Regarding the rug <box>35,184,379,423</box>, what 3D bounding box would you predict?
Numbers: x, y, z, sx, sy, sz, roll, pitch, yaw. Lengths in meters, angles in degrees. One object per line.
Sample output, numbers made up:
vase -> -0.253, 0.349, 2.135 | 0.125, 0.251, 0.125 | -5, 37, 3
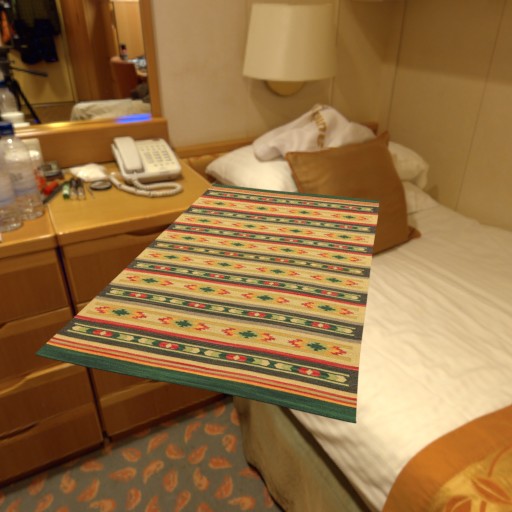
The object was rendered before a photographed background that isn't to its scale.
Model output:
rug -> 0.000, 0.000, 2.970 | 1.520, 0.011, 2.447 | 8, 30, 14
